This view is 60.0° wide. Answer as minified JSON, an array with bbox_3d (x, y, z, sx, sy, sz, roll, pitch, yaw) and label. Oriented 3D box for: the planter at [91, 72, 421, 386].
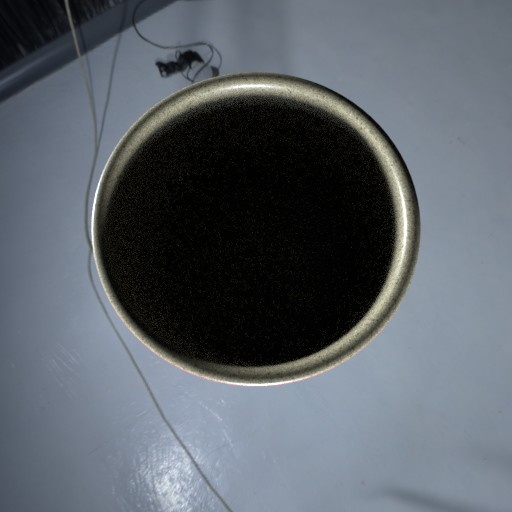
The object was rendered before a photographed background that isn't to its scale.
[{"bbox_3d":[0.000,0.000,0.352,0.191,0.200,0.191,0,76,0],"label":"planter"}]
